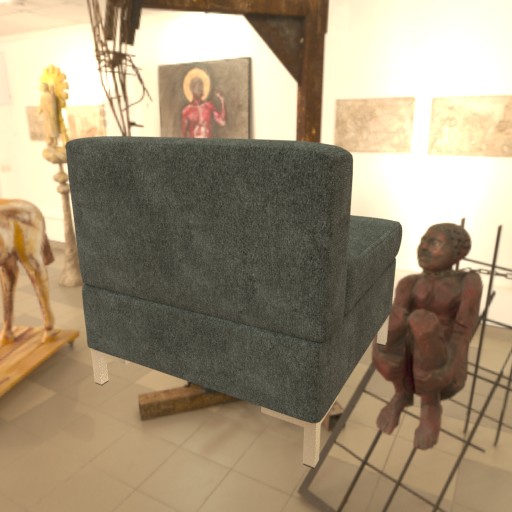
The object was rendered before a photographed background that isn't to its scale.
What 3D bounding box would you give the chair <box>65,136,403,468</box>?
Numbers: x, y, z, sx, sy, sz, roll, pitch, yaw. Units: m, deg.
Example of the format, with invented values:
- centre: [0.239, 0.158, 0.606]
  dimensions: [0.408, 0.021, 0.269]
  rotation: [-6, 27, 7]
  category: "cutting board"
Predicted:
- centre: [0.000, 0.000, 1.243]
  dimensions: [0.680, 0.660, 0.680]
  rotation: [9, 19, 28]
  category: "chair"
